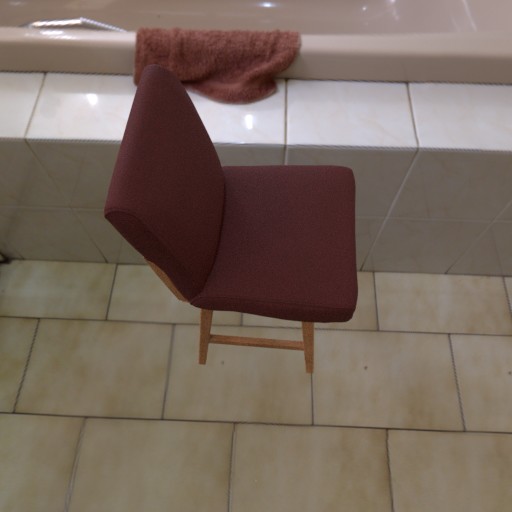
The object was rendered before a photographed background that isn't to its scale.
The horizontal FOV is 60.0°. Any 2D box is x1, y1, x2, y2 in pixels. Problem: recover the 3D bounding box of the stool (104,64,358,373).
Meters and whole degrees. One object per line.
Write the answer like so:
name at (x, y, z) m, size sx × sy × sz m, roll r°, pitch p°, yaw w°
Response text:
stool at (0.000, 0.000, 1.385) m, size 0.562 × 1.093 × 0.468 m, roll 4°, pitch 63°, yaw 2°
